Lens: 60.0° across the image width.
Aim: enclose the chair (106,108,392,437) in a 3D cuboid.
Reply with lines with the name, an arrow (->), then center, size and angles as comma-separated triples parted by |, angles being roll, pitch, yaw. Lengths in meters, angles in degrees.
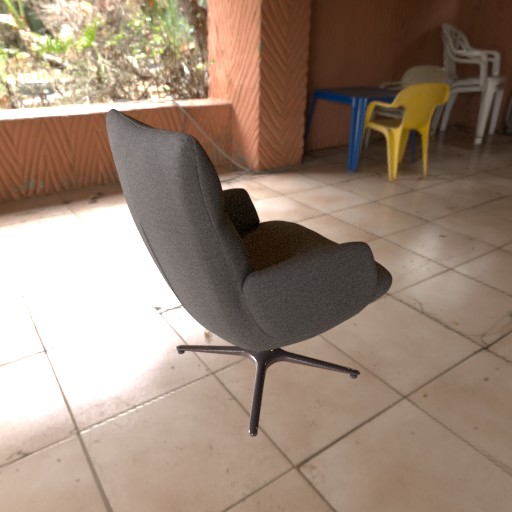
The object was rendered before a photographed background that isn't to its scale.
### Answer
chair -> 0.000, 0.000, 1.539 | 0.831, 0.984, 0.702 | -18, 31, -31
